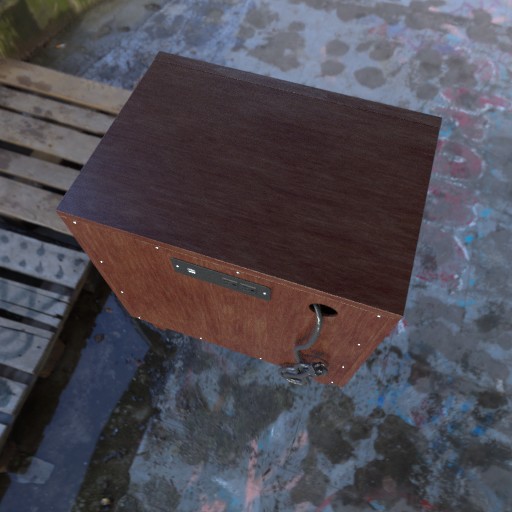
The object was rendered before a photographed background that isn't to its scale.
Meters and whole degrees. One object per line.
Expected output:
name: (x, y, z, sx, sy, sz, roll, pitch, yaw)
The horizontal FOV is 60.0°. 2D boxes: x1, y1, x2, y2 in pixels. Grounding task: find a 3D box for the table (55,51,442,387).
table: (0.000, 0.000, 1.011, 0.557, 0.609, 0.449, 17, 63, 9)
